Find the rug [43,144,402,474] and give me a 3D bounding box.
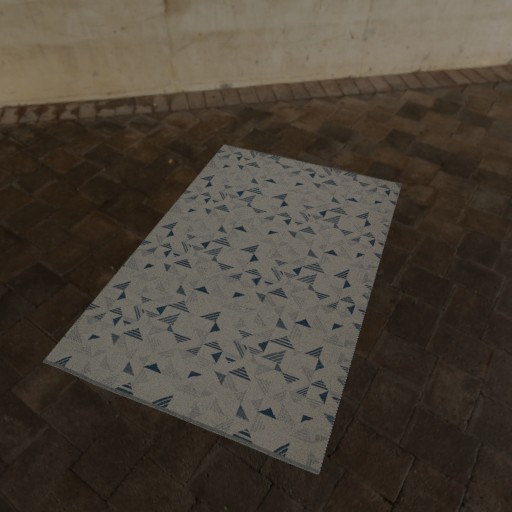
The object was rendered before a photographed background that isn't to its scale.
[{"bbox_3d":[0.000,0.000,2.301,1.206,0.003,1.835,16,48,15],"label":"rug"}]
